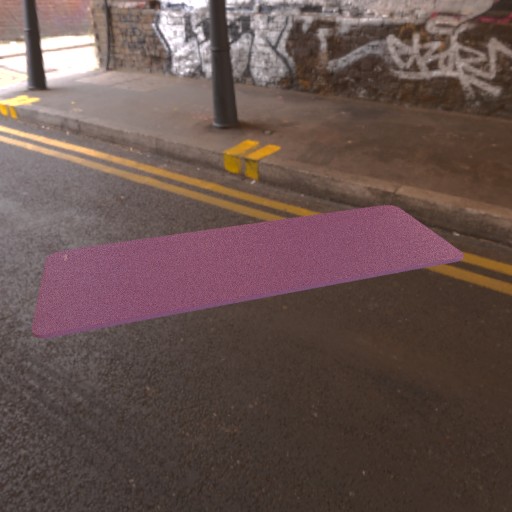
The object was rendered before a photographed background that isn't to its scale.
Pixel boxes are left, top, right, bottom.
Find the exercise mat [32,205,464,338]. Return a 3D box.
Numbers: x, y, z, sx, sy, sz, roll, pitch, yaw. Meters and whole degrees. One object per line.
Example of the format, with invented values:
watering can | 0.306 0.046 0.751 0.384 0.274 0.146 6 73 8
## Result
exercise mat | 0.000 0.000 2.059 1.869 0.021 0.616 -9 32 -15
